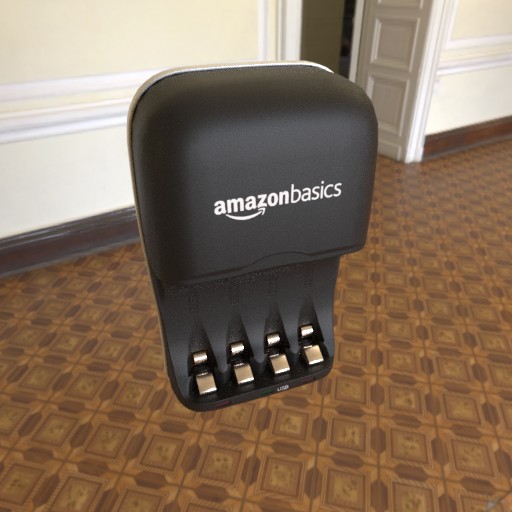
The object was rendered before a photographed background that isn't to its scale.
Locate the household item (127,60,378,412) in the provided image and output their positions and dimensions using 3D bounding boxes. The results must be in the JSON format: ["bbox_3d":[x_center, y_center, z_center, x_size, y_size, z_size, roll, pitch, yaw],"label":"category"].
[{"bbox_3d":[0.000,0.000,0.145,0.070,0.114,0.038,-11,33,-17],"label":"household item"}]
